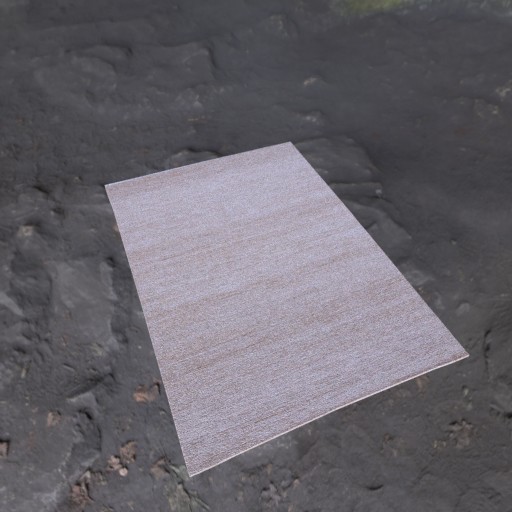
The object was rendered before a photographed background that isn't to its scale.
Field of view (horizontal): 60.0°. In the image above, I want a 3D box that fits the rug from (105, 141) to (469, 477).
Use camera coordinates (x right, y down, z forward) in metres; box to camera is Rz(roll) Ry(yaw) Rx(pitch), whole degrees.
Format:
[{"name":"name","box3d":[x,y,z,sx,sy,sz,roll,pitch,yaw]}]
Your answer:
[{"name":"rug","box3d":[0.000,0.000,2.923,1.596,0.030,2.283,-17,49,-15]}]
